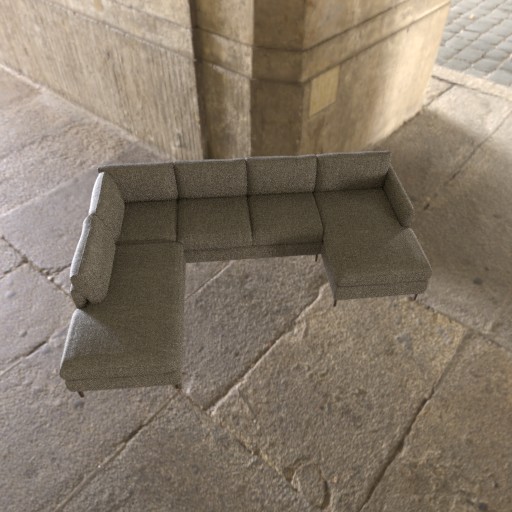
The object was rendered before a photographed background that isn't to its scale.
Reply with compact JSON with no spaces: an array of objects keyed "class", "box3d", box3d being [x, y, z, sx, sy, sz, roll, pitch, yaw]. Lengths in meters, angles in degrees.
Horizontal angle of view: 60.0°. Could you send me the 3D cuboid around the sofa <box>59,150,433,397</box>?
[{"class":"sofa","box3d":[0.000,0.000,3.556,2.737,0.756,1.879,-4,47,-4]}]
